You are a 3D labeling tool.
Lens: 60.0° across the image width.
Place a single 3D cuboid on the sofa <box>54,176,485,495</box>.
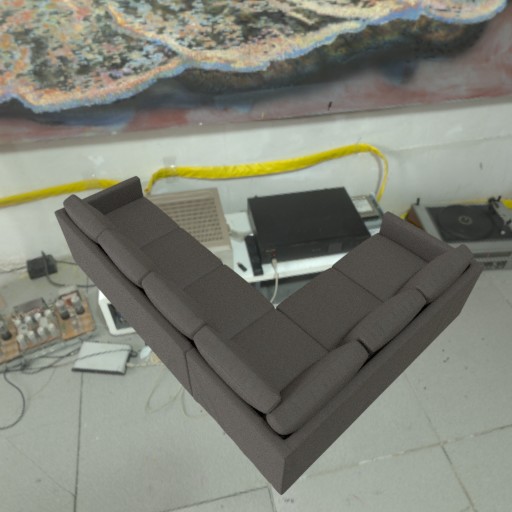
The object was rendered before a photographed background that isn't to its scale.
[{"bbox_3d":[0.000,0.000,4.214,2.432,0.871,3.182,-33,53,-28],"label":"sofa"}]
